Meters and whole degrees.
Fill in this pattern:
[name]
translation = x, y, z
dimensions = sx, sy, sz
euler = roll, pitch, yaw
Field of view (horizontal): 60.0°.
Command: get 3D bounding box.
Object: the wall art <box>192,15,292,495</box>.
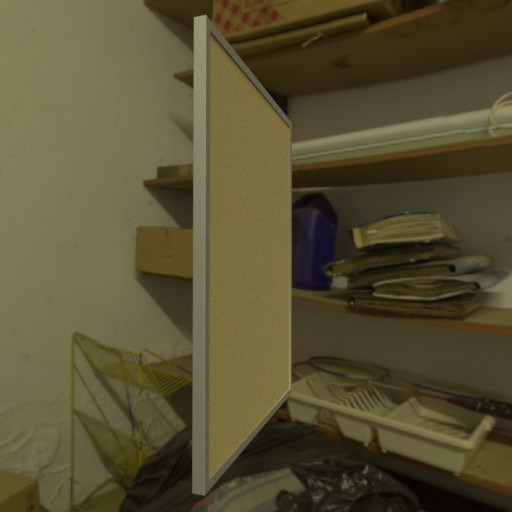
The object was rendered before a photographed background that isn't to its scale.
[wall art]
translation = 0.000, 0.000, 1.340
dimensions = 0.034, 1.042, 0.789
euler = 0, -1, 18
